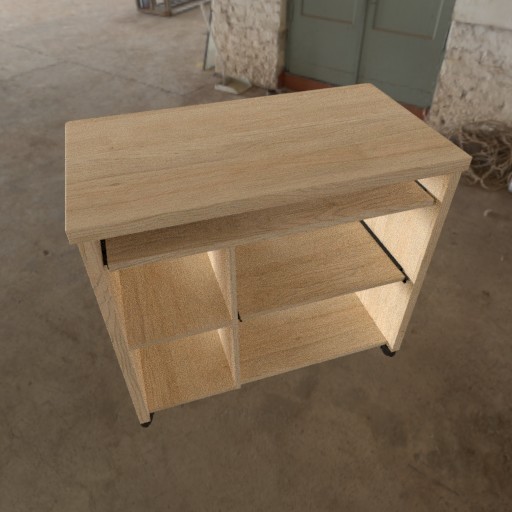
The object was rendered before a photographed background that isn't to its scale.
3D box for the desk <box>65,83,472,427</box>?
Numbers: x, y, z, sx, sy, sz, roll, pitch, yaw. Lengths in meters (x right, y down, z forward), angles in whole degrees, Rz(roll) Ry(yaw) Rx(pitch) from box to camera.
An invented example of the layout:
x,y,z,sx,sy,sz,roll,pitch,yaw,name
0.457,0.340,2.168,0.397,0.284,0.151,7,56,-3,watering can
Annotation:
x,y,z,sx,sy,sz,roll,pitch,yaw,name
0.000,0.000,1.337,0.885,0.770,0.480,-12,43,-13,desk
